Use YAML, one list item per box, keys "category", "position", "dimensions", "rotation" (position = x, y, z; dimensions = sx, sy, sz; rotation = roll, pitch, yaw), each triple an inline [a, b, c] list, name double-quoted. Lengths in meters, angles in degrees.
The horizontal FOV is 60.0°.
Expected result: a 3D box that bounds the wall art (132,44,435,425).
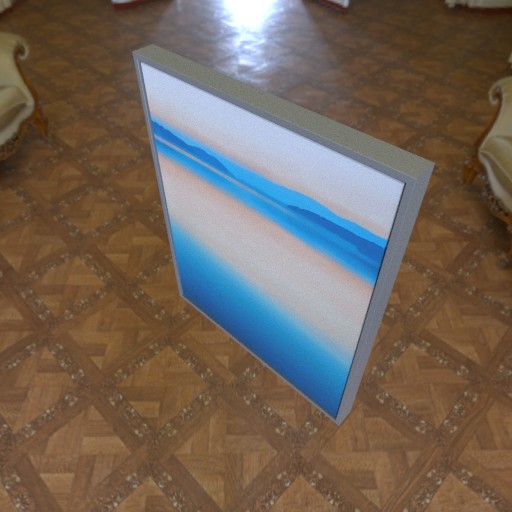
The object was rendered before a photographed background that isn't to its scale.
- category: "wall art"
  position: [0.000, 0.000, 0.737]
  dimensions: [0.453, 0.554, 0.037]
  rotation: [34, 55, 28]
